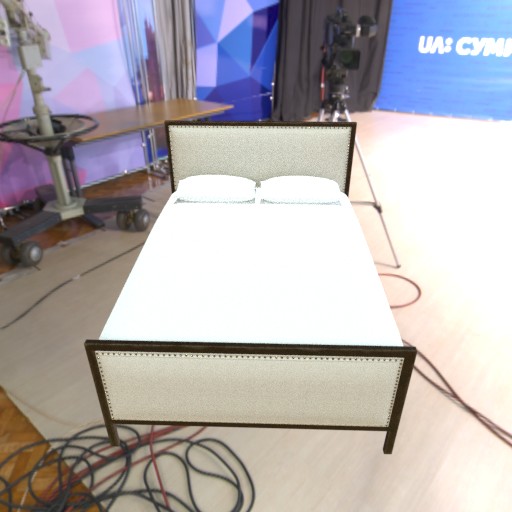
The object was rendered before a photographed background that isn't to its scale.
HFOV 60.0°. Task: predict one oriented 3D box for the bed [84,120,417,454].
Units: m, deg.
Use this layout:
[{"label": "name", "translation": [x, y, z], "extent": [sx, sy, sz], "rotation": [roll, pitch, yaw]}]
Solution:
[{"label": "bed", "translation": [0.000, 0.000, 3.112], "extent": [1.607, 1.313, 2.221], "rotation": [1, 31, 2]}]
